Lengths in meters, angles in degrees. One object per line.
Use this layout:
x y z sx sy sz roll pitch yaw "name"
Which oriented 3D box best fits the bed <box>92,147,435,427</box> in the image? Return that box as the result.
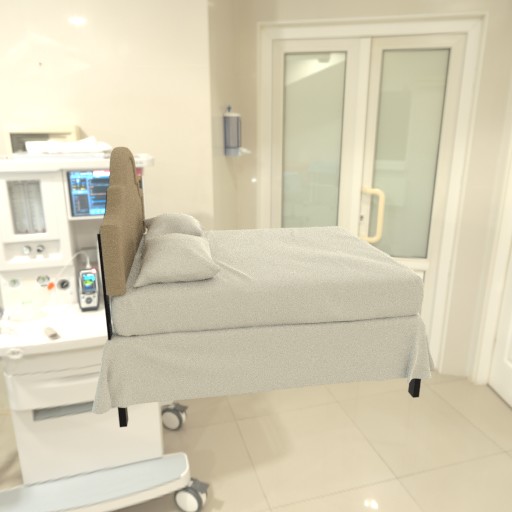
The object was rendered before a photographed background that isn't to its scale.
0.000 0.000 3.388 2.222 1.634 1.780 -3 17 -9 "bed"
